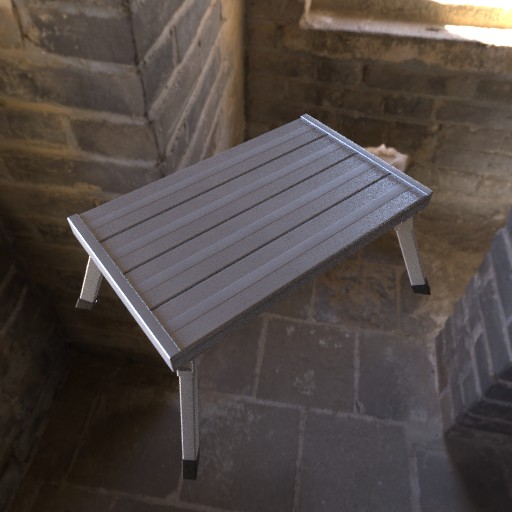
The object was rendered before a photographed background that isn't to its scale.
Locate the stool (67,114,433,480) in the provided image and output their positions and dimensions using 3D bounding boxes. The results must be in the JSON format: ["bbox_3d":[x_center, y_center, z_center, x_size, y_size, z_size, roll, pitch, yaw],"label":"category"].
[{"bbox_3d":[0.000,0.000,0.725,0.535,0.225,0.385,-30,54,-25],"label":"stool"}]
